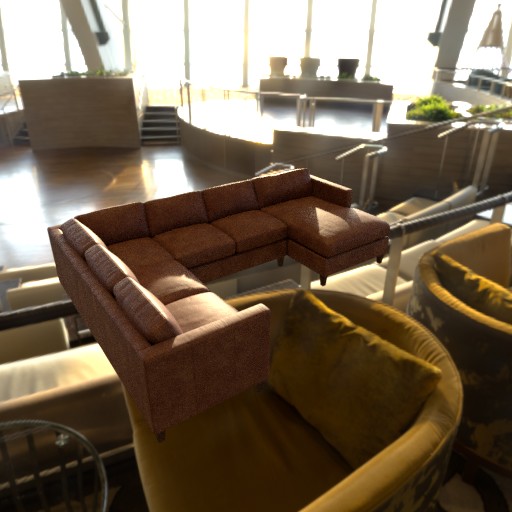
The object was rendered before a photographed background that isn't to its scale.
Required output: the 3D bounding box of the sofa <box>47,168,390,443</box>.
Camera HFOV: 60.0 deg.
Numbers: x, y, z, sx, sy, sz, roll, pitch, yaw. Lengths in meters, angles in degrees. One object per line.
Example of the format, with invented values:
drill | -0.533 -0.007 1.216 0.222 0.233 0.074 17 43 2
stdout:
sofa | 0.000 0.000 4.457 3.324 0.888 2.452 -18 32 -31
